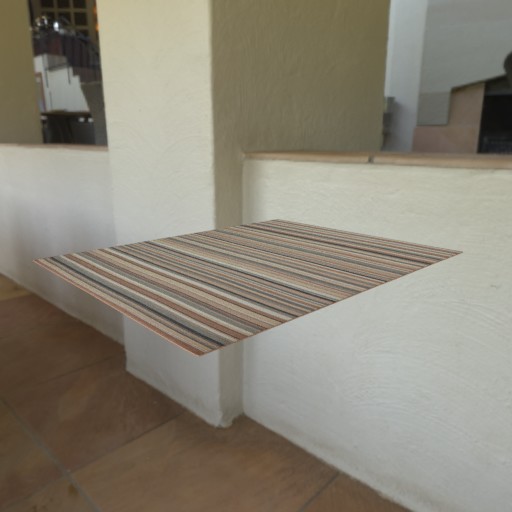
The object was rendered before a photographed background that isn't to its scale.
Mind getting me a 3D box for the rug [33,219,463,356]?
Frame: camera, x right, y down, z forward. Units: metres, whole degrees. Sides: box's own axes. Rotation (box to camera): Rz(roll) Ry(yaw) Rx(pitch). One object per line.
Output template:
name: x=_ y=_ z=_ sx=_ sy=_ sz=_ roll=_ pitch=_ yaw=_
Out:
rug: x=0.000 y=0.000 z=3.998 sx=3.045 sy=0.011 sz=2.436 roll=-13 pitch=20 yaw=-41
